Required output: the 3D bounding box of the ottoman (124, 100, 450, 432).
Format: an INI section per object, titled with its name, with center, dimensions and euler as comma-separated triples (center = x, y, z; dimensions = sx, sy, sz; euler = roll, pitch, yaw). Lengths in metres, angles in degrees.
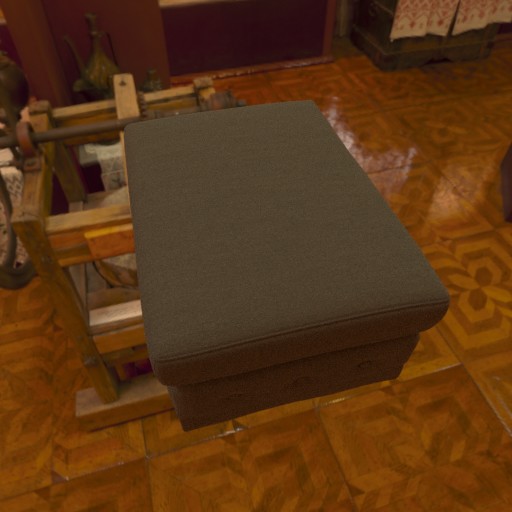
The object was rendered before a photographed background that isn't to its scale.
[ottoman]
center = 0.000, 0.000, 1.164
dimensions = 0.569, 0.500, 0.771
euler = -11, 48, -10
